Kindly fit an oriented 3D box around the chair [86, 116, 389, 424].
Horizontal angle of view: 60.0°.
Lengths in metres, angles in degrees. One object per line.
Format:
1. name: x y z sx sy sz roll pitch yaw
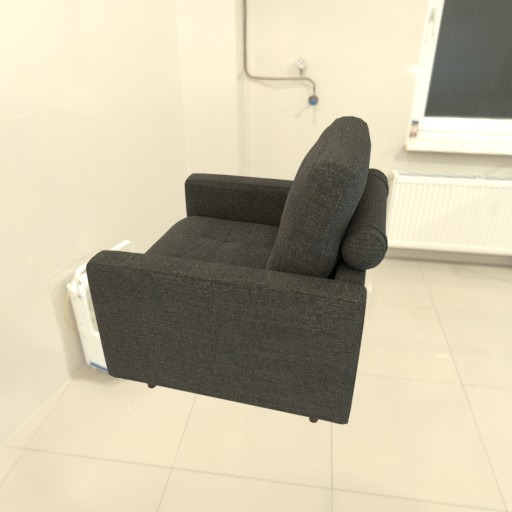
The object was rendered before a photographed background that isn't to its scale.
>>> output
1. chair: 0.000 0.000 1.559 0.843 0.880 0.821 7 30 13
